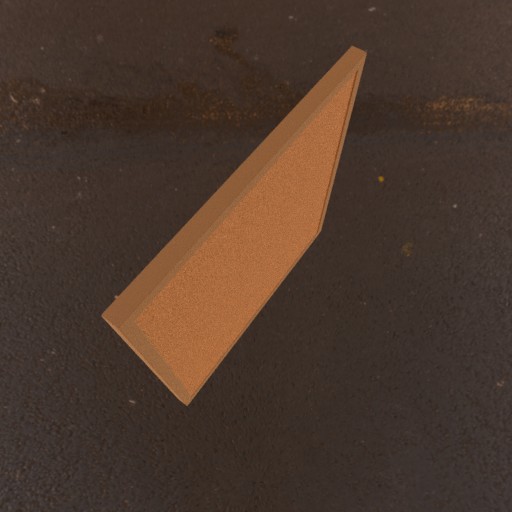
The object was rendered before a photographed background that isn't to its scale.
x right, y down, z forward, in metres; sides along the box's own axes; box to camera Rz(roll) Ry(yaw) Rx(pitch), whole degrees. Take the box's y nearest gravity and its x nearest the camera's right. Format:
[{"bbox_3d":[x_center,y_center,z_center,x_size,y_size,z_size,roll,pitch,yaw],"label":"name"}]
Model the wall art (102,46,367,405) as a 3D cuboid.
[{"bbox_3d":[0.000,0.000,1.156,0.037,0.761,0.761,33,68,16],"label":"wall art"}]
